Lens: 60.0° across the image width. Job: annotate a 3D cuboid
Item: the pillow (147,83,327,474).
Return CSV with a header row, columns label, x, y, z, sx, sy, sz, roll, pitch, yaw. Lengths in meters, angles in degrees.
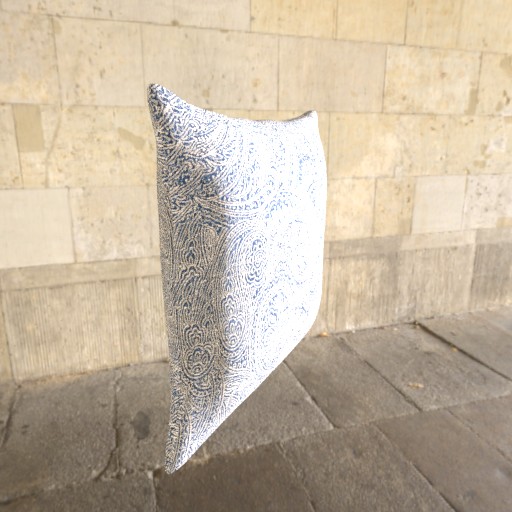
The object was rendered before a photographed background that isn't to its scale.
label,x,y,z,sx,sy,sz,roll,pitch,yaw
pillow,0.000,0.000,0.771,0.166,0.510,0.523,8,16,26
